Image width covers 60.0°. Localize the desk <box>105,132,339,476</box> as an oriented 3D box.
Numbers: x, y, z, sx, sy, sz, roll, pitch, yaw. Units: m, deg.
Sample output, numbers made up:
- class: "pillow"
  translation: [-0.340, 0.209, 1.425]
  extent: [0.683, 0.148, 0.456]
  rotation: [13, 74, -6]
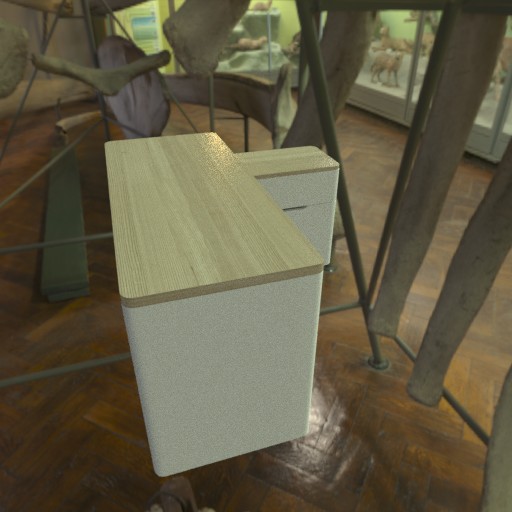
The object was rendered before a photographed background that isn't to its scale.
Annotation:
- class: "desk"
  translation: [0.000, 0.000, 2.043]
  extent: [1.175, 0.770, 1.400]
  rotation: [-10, 33, -15]
